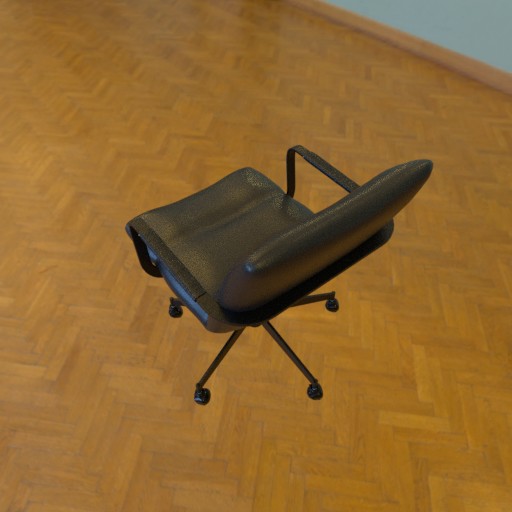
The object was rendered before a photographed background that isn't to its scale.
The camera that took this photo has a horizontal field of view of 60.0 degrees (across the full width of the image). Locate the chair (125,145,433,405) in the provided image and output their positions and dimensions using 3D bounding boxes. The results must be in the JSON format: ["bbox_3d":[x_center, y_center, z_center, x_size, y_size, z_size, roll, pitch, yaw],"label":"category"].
[{"bbox_3d":[0.000,0.000,1.471,0.719,0.922,0.748,-30,53,-25],"label":"chair"}]
